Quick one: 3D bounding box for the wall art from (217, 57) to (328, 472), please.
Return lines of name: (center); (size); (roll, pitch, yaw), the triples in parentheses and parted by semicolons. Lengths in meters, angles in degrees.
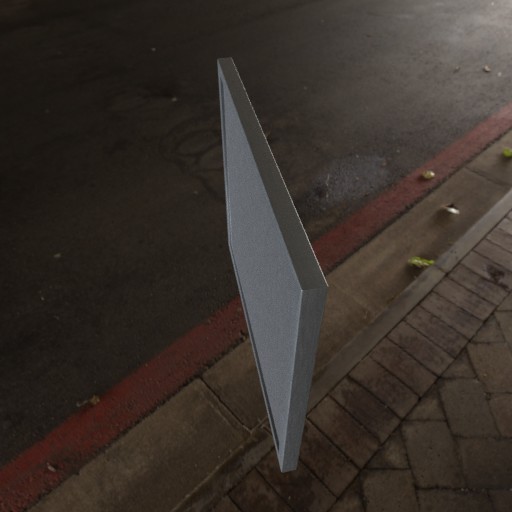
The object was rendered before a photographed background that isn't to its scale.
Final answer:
wall art: (0.000, 0.000, 0.760); (0.028, 0.457, 0.556); (-8, 45, -8)
